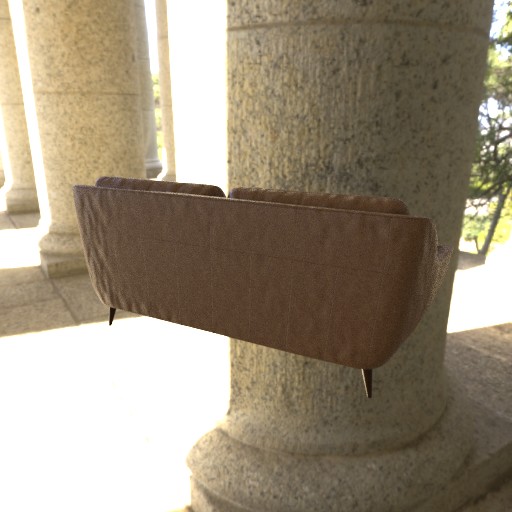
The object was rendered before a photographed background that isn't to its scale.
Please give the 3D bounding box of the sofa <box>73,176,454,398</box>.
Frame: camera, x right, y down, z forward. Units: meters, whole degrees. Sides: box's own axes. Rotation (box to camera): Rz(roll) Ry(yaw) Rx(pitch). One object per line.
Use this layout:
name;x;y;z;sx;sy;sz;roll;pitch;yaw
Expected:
sofa;0.000;0.000;2.409;1.902;0.839;0.904;9;19;26
